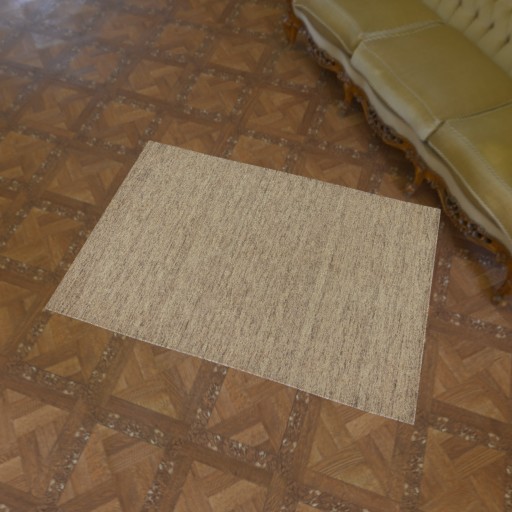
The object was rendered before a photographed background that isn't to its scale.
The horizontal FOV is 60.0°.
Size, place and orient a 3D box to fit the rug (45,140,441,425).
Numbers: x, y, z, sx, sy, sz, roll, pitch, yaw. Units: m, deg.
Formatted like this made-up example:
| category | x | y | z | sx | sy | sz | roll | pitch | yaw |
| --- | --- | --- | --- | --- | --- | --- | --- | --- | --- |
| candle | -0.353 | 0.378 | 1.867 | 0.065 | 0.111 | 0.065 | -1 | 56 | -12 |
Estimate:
| category | x | y | z | sx | sy | sz | roll | pitch | yaw |
| --- | --- | --- | --- | --- | --- | --- | --- | --- | --- |
| rug | 0.000 | 0.000 | 2.968 | 2.283 | 0.013 | 1.547 | 15 | 60 | 9 |
